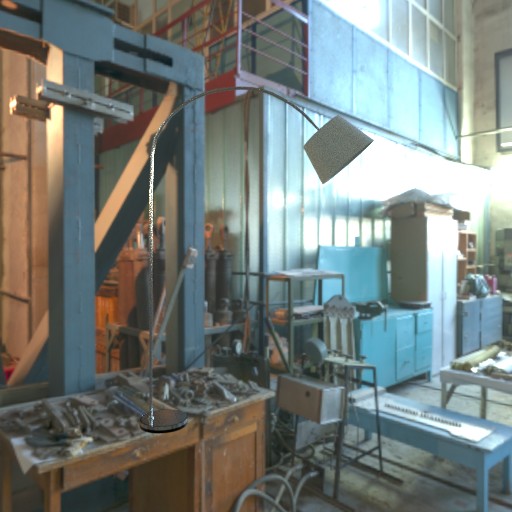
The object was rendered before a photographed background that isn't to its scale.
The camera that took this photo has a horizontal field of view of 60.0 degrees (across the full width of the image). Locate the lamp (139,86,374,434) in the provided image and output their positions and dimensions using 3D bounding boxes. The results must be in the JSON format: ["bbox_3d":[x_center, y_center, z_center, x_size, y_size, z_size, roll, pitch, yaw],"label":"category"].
[{"bbox_3d":[0.000,0.000,2.748,1.445,2.098,0.406,0,0,1],"label":"lamp"}]
